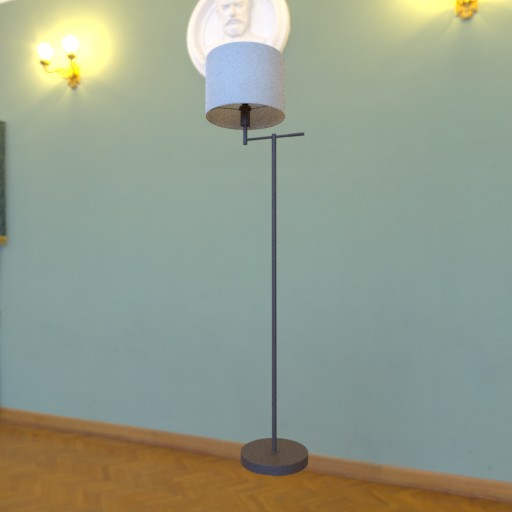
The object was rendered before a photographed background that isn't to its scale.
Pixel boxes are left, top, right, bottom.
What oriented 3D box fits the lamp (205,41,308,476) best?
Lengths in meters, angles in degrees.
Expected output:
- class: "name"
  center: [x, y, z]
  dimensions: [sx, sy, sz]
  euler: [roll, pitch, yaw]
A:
- class: "lamp"
  center: [0.000, 0.000, 1.781]
  dimensions: [0.416, 1.600, 0.324]
  euler: [-1, -2, 19]
